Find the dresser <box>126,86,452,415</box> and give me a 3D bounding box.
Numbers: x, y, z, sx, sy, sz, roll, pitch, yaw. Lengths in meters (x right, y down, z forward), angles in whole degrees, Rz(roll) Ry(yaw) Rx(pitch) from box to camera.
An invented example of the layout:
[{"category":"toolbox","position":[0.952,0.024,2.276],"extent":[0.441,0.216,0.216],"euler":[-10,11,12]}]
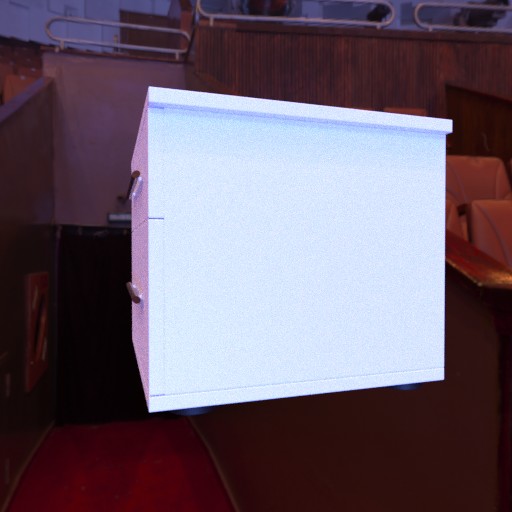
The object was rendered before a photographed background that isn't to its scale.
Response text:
[{"category":"dresser","position":[0.000,0.000,0.724],"extent":[0.400,0.360,0.430],"euler":[0,1,-18]}]
